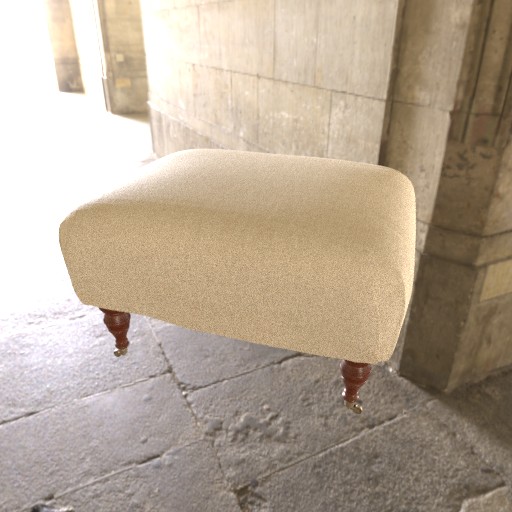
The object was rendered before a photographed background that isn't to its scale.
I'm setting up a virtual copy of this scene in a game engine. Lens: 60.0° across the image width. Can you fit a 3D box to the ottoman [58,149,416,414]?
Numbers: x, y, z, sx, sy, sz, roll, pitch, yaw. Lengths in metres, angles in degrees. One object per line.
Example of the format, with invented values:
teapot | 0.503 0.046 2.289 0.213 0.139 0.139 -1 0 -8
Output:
ottoman | 0.000 0.000 1.138 0.747 0.450 0.622 8 28 16
